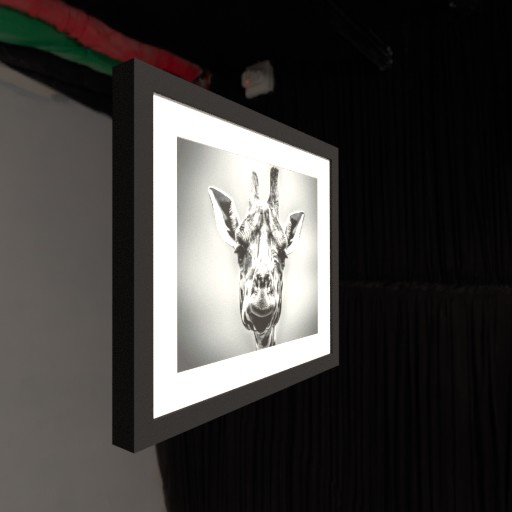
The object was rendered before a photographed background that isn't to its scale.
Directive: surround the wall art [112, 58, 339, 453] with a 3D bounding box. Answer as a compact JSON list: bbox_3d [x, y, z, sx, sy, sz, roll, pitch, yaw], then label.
[{"bbox_3d":[0.000,0.000,0.531,0.031,0.330,0.381,0,0,37],"label":"wall art"}]
